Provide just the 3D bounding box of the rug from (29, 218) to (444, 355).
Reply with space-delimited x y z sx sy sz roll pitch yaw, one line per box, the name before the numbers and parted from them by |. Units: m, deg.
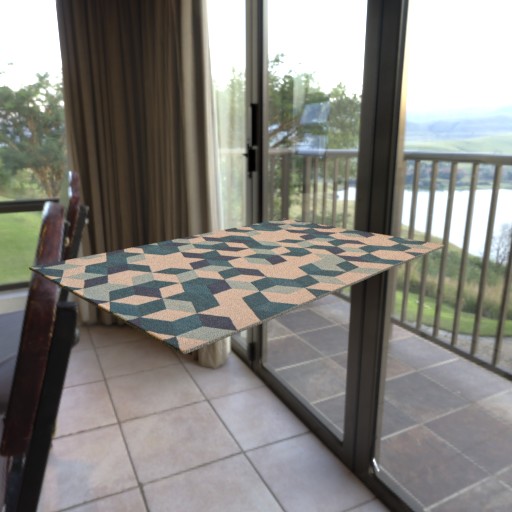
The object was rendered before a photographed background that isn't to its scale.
rug | 0.000 0.000 2.311 1.235 0.014 1.829 14 21 43
